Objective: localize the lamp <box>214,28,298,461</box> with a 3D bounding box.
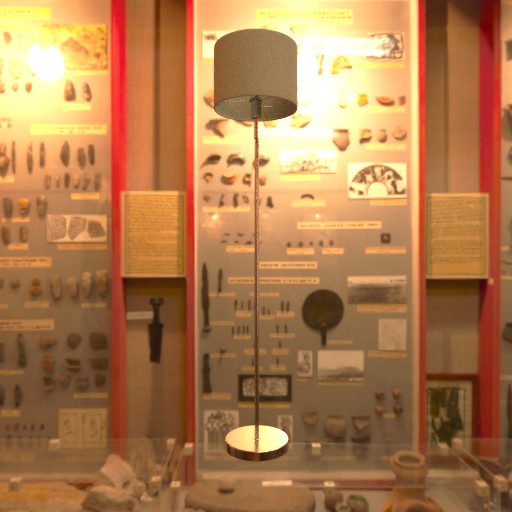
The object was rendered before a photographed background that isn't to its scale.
[{"bbox_3d":[0.000,0.000,1.769,0.324,1.600,0.416,0,1,1],"label":"lamp"}]
